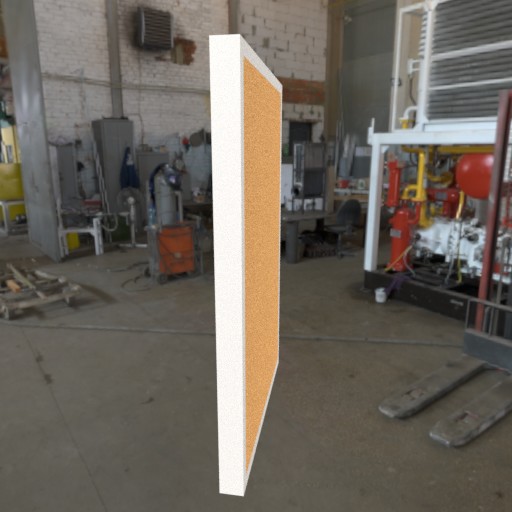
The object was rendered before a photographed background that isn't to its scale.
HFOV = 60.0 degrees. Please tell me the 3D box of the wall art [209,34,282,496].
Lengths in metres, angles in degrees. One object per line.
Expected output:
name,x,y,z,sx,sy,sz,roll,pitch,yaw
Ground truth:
wall art,0.000,0.000,0.828,0.038,0.657,0.450,2,14,9
